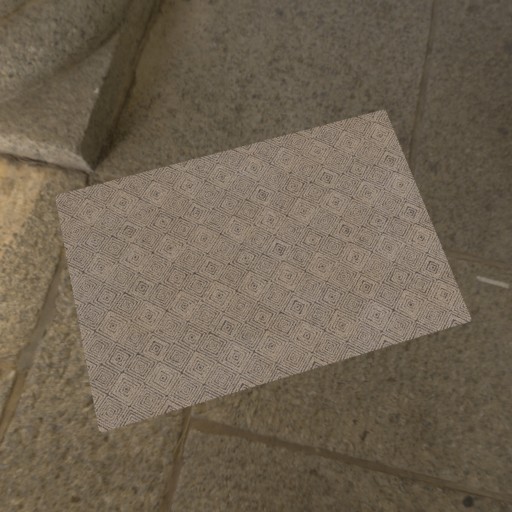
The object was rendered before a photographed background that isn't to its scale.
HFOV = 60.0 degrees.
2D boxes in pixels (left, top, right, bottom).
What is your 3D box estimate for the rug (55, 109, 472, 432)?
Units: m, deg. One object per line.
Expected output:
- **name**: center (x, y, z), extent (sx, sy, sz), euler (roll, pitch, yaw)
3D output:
- **rug**: center (0.000, 0.000, 2.173), extent (1.783, 0.008, 1.175), euler (-16, 76, -4)
